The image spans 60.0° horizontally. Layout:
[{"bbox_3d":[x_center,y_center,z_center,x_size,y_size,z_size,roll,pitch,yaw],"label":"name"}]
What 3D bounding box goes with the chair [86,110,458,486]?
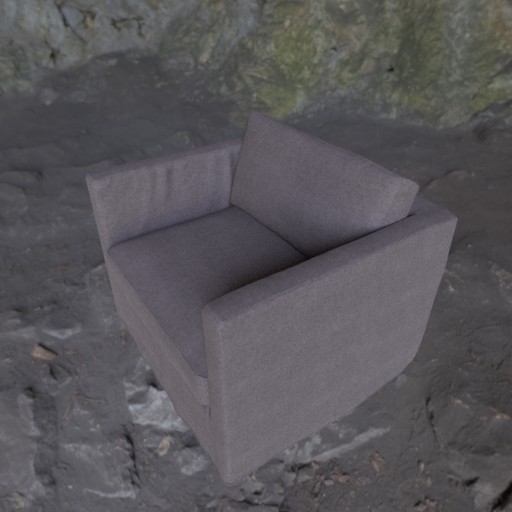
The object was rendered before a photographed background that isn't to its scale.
[{"bbox_3d":[0.000,0.000,1.733,0.949,0.863,1.057,-21,40,-28],"label":"chair"}]
